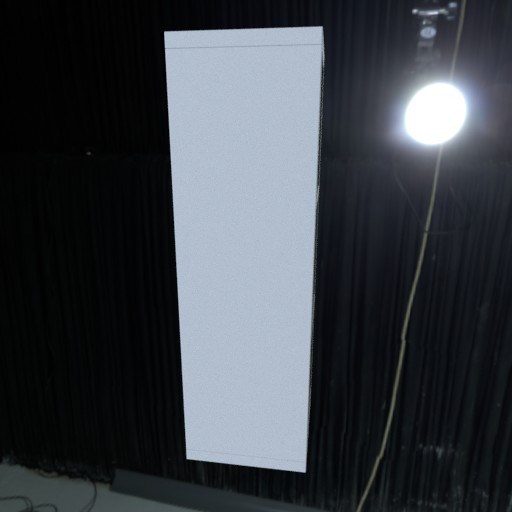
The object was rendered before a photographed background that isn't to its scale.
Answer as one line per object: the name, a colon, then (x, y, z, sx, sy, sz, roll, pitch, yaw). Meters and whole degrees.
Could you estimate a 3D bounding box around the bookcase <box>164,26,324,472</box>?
bookcase: (0.000, 0.000, 1.243, 0.330, 1.080, 0.390, 2, 16, 8)
